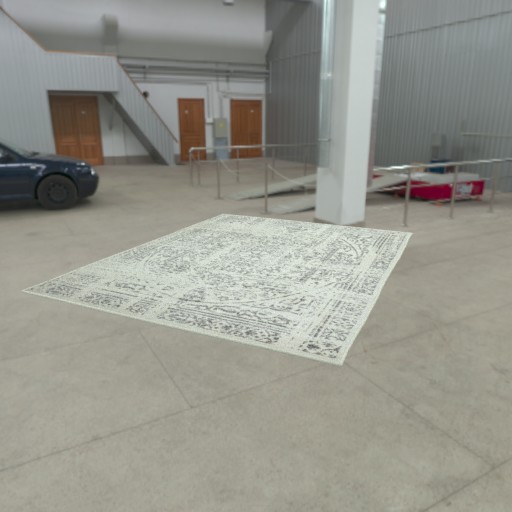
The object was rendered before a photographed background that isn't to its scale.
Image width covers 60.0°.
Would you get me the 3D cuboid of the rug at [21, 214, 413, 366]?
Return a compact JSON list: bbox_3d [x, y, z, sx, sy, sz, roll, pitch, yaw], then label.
[{"bbox_3d":[0.000,0.000,3.907,2.311,0.032,2.921,8,19,24],"label":"rug"}]
